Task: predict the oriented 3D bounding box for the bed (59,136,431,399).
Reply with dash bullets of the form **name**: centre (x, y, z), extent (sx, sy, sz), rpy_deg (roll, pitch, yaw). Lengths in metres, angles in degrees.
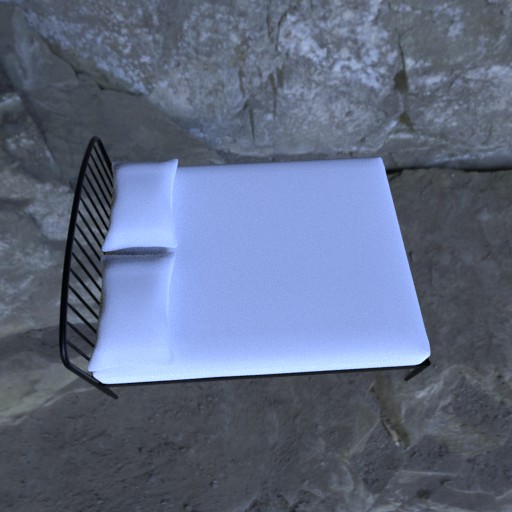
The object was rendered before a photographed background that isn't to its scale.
- **bed**: centre (0.000, 0.000, 3.093), extent (2.159, 1.166, 1.618), rpy_deg (-3, 62, -2)
